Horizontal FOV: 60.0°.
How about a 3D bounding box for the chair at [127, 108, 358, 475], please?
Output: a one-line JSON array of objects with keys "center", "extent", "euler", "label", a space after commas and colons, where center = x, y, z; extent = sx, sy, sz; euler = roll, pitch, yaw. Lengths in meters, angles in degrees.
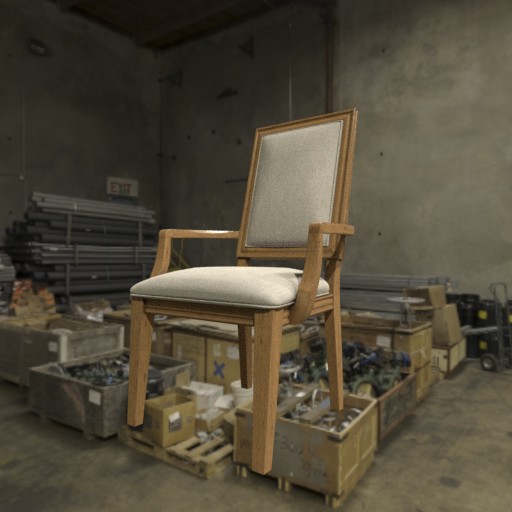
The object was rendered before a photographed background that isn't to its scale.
[{"center": [0.000, 0.000, 1.393], "extent": [0.606, 0.990, 0.602], "euler": [0, 1, 37], "label": "chair"}]
